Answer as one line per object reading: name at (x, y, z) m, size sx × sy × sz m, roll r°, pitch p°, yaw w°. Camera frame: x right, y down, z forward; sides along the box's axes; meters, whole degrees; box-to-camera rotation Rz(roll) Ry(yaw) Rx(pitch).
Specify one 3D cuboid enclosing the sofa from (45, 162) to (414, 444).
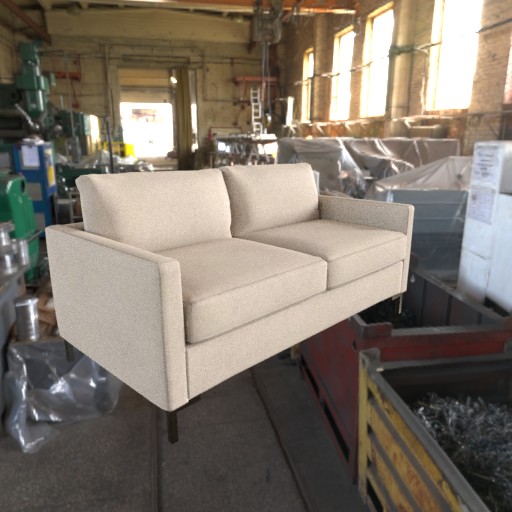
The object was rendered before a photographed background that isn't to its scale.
sofa at (0.000, 0.000, 2.180) m, size 0.875 × 0.840 × 1.682 m, roll 14°, pitch 21°, yaw 42°
